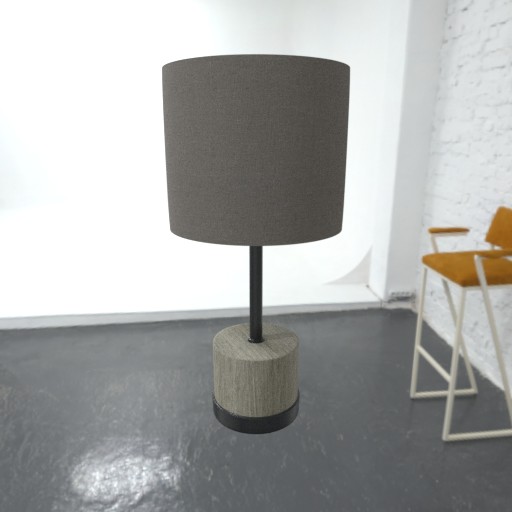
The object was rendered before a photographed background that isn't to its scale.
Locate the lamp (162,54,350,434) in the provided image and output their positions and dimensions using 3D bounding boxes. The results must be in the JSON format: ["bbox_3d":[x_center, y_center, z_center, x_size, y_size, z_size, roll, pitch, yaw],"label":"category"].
[{"bbox_3d":[0.000,0.000,0.604,0.229,0.470,0.229,-7,17,-26],"label":"lamp"}]
